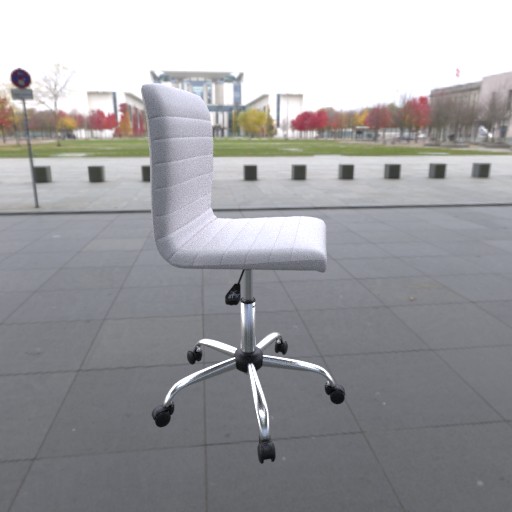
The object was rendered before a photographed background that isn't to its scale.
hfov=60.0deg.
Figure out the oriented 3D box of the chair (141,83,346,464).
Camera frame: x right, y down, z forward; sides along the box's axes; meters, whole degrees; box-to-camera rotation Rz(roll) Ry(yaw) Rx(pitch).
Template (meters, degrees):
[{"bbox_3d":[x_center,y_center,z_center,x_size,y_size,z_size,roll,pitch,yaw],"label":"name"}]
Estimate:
[{"bbox_3d":[0.000,0.000,1.055,0.455,0.750,0.520,2,16,8],"label":"chair"}]
